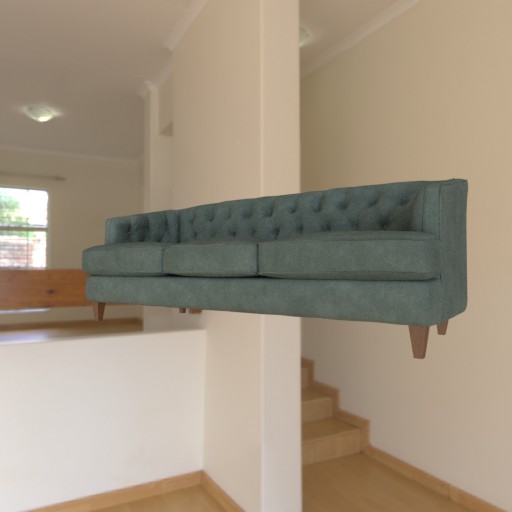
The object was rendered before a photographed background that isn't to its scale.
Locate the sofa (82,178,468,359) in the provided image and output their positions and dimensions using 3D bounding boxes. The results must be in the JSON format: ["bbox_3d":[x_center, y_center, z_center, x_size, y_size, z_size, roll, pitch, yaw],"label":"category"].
[{"bbox_3d":[0.000,0.000,2.664,2.278,0.855,0.941,-1,-2,36],"label":"sofa"}]
